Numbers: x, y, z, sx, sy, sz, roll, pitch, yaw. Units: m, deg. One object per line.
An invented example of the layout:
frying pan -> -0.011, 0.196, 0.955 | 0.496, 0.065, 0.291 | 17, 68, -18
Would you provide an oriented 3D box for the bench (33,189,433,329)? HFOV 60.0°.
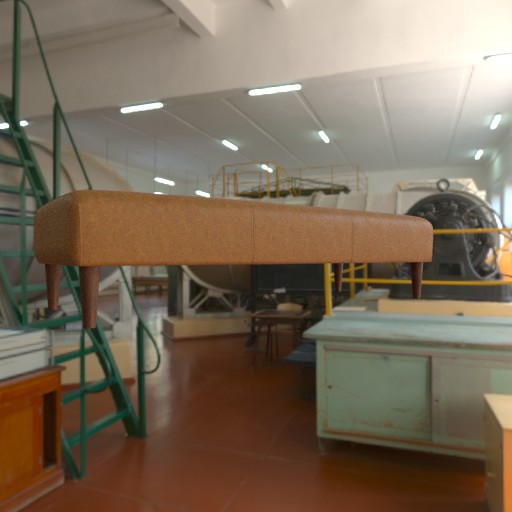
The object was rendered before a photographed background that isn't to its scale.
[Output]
bench -> 0.000, 0.000, 1.862 | 1.610, 0.399, 0.653 | 0, 0, -35
